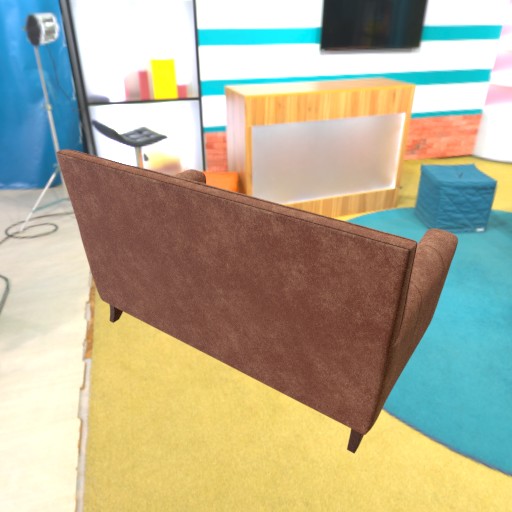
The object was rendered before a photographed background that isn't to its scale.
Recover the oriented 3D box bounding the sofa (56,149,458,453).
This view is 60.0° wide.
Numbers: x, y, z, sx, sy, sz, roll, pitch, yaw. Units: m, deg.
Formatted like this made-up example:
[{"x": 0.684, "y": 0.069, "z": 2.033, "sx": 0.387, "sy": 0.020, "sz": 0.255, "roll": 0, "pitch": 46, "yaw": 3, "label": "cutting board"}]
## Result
[{"x": 0.000, "y": 0.000, "z": 1.937, "sx": 1.473, "sy": 0.871, "sz": 0.787, "roll": 19, "pitch": 34, "yaw": 30, "label": "sofa"}]
